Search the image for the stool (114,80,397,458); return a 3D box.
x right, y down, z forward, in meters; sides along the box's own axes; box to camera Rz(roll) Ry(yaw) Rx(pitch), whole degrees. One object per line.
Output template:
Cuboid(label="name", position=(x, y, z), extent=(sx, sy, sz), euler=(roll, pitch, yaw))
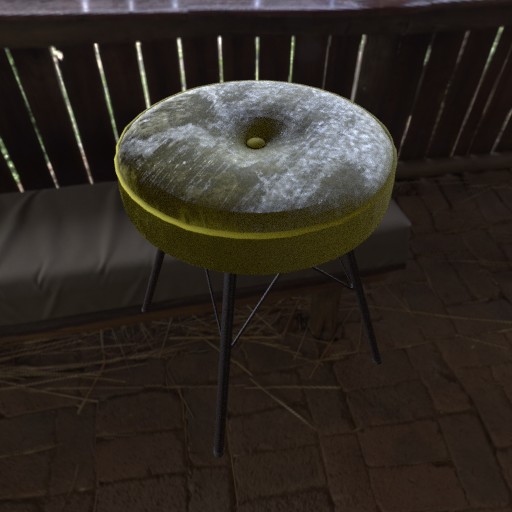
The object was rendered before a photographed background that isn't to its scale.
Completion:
Cuboid(label="stool", position=(0.000, 0.000, 0.820), extent=(0.409, 0.508, 0.409), euler=(-23, 50, -20))
